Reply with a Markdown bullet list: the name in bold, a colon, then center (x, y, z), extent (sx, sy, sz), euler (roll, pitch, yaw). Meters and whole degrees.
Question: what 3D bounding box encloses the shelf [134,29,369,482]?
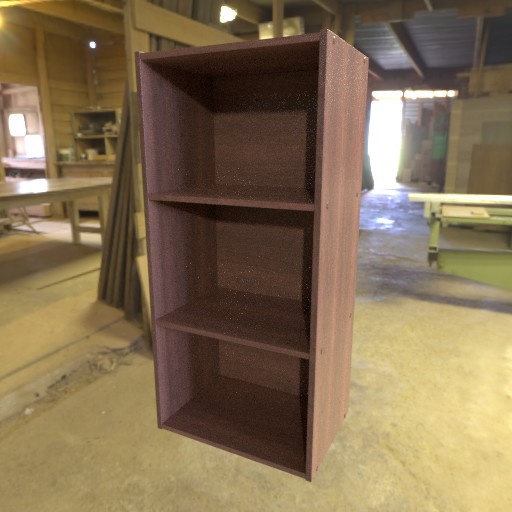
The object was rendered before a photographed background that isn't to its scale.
- **shelf**: center (0.000, 0.000, 1.049), extent (0.414, 0.879, 0.290), euler (7, 16, 26)
